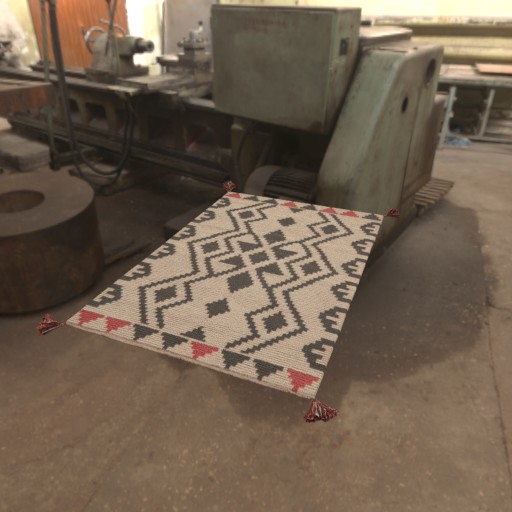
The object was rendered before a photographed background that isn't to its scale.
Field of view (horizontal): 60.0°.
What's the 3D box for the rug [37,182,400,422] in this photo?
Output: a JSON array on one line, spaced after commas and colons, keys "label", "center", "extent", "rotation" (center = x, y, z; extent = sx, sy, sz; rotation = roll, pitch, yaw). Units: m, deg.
[{"label": "rug", "center": [0.000, 0.000, 2.627], "extent": [1.444, 0.067, 2.069], "rotation": [11, 32, 19]}]
